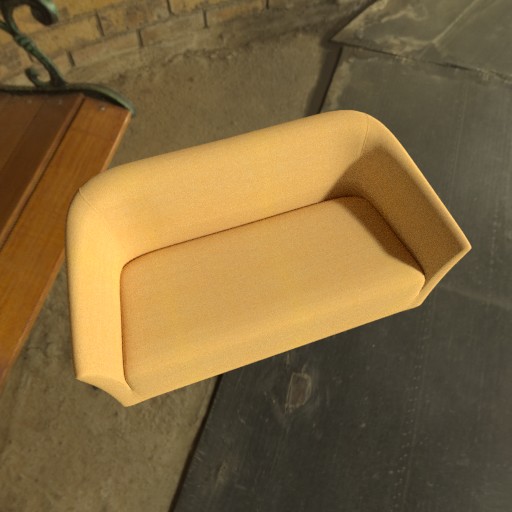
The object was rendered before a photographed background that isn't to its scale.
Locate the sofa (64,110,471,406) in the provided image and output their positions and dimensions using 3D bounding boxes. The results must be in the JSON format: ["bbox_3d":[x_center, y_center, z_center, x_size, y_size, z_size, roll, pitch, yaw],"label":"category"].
[{"bbox_3d":[0.000,0.000,1.856,1.452,0.721,0.705,-17,62,-9],"label":"sofa"}]
